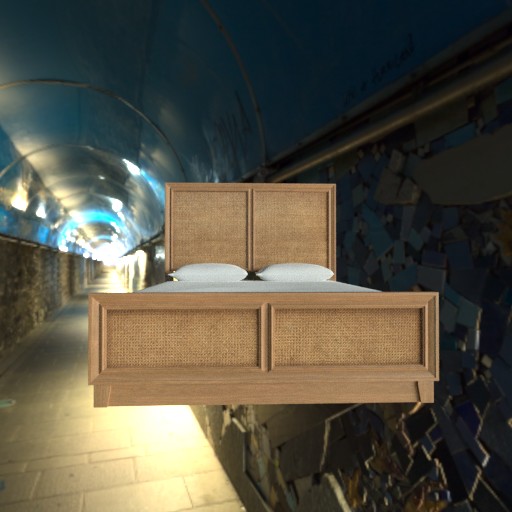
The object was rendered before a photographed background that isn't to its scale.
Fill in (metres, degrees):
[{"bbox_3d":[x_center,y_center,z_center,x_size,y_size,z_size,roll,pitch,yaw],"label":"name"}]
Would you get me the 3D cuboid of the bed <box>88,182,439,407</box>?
[{"bbox_3d":[0.000,0.000,3.122,1.606,1.387,2.184,0,-1,-3],"label":"bed"}]
